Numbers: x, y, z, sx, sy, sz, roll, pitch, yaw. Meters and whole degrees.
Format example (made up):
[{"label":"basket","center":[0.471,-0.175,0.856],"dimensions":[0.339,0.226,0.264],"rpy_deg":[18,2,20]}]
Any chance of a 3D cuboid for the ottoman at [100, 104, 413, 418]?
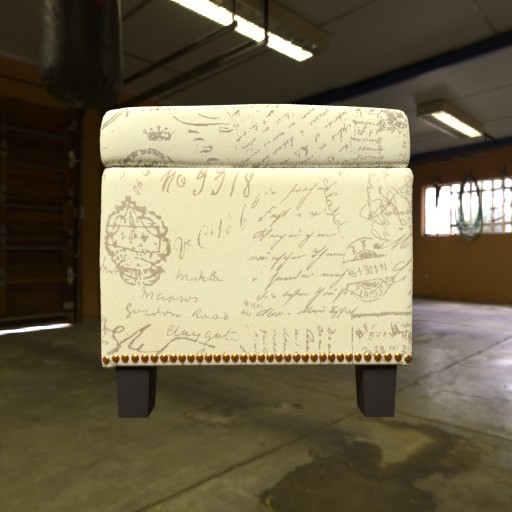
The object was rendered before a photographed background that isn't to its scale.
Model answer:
[{"label":"ottoman","center":[0.000,0.000,0.837],"dimensions":[0.449,0.457,0.450],"rpy_deg":[0,0,0]}]
